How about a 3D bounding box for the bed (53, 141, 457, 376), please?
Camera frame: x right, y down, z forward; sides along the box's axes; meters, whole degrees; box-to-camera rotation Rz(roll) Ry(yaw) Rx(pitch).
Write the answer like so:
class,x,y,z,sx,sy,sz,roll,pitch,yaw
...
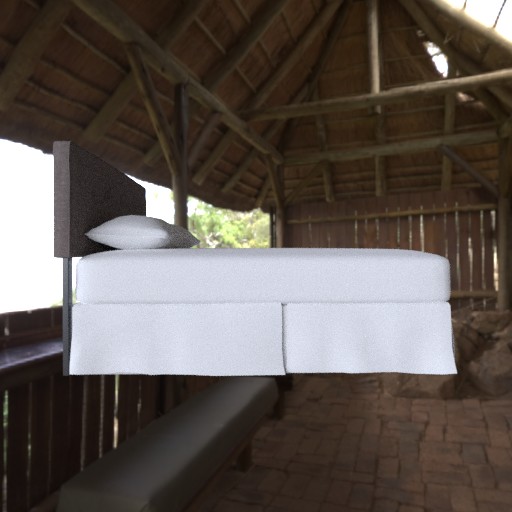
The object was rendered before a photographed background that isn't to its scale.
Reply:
class,x,y,z,sx,sy,sz,roll,pitch,yaw
bed,0.000,0.000,2.824,1.894,1.089,1.610,0,1,-2
